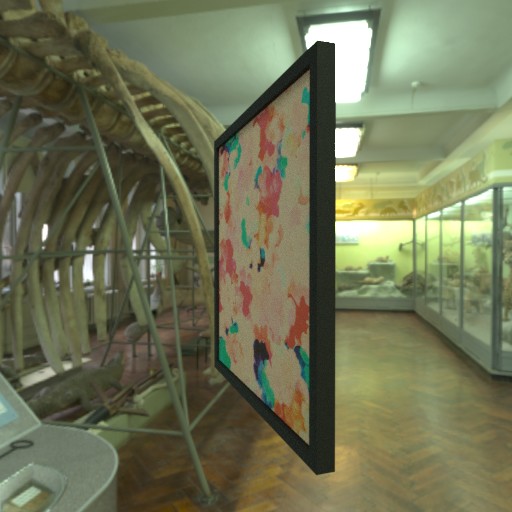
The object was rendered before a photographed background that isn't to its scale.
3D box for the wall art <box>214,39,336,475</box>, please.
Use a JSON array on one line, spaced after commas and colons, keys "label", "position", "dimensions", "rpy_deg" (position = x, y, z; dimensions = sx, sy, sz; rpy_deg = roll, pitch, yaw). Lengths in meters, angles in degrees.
[{"label": "wall art", "position": [0.000, 0.000, 0.457], "dimensions": [0.015, 0.304, 0.306], "rpy_deg": [0, 1, -19]}]
